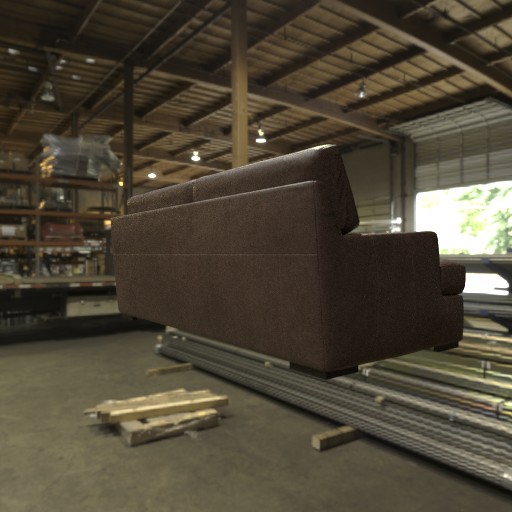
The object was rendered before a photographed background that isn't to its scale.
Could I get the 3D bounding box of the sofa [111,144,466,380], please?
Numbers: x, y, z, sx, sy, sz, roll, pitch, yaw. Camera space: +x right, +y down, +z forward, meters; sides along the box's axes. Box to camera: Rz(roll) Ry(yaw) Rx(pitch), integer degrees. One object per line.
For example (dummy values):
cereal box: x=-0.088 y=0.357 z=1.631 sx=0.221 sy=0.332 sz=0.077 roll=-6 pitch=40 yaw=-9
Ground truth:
sofa: x=0.000 y=0.000 z=2.834 sx=1.143 sy=0.941 sz=2.261 roll=0 pitch=0 yaw=-37
